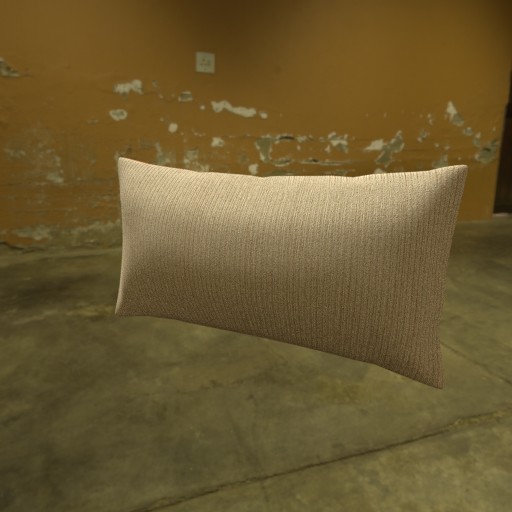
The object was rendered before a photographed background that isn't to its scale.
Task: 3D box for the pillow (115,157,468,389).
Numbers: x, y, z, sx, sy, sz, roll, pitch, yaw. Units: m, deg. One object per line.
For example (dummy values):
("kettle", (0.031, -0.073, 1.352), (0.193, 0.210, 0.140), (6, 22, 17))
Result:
("pillow", (0.000, 0.000, 0.732), (0.608, 0.307, 0.155), (7, 16, 26))
